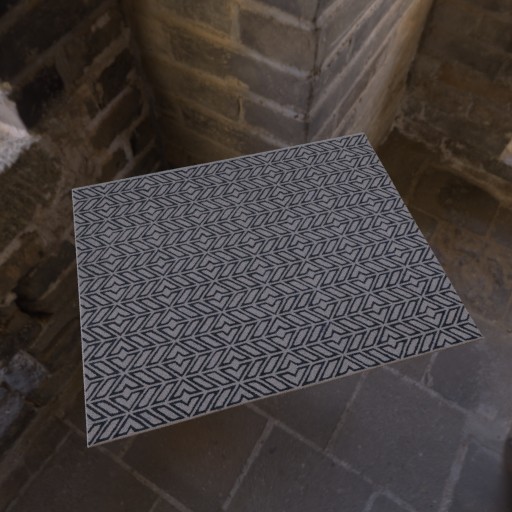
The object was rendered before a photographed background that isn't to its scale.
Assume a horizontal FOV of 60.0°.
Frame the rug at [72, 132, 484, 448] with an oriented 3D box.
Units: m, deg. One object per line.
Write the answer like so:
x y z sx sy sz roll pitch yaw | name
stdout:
0.000 0.000 3.886 3.045 0.008 2.421 -13 58 -8 | rug
